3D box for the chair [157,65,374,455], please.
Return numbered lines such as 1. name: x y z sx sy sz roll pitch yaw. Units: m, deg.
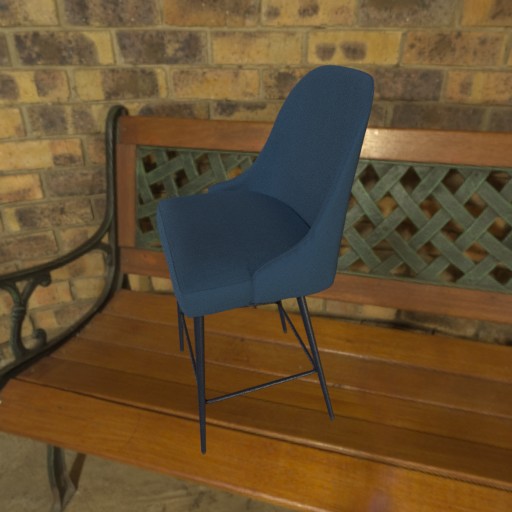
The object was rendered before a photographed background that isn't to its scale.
1. chair: 0.000 0.000 1.206 0.489 0.927 0.526 -8 31 -14
